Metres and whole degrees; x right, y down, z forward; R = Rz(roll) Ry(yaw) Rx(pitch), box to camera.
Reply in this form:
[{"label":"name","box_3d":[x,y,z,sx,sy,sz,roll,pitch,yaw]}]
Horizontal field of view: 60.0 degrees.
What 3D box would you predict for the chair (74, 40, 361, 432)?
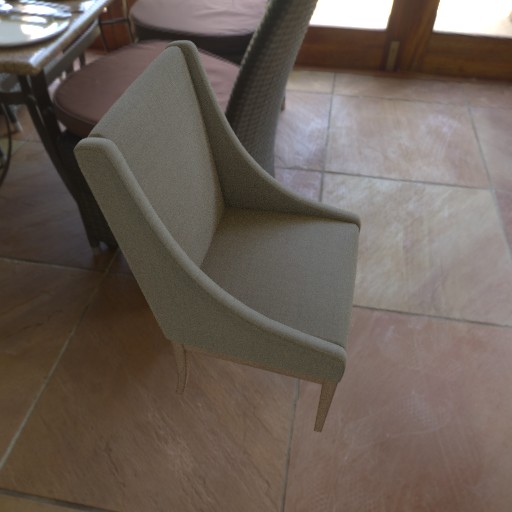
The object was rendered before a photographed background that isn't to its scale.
[{"label":"chair","box_3d":[0.000,0.000,1.335,0.611,1.021,0.575,10,48,9]}]
